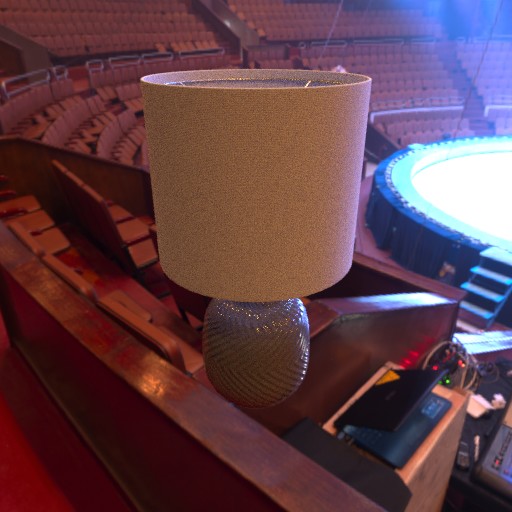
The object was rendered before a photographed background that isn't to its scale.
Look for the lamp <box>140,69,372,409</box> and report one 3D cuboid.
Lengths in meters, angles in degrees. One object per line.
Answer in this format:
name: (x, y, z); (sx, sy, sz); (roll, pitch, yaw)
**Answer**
lamp: (0.000, 0.000, 0.487); (0.207, 0.366, 0.207); (18, 32, 32)
